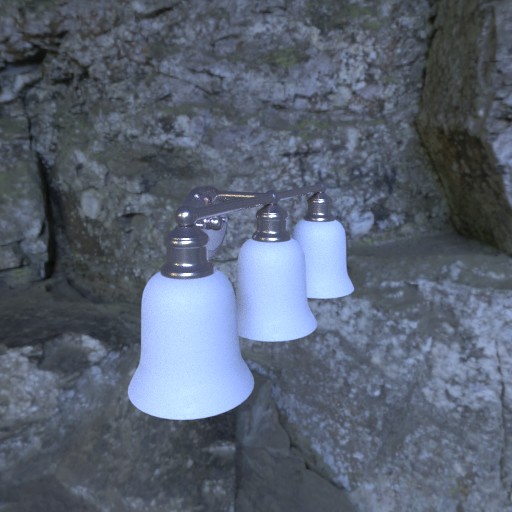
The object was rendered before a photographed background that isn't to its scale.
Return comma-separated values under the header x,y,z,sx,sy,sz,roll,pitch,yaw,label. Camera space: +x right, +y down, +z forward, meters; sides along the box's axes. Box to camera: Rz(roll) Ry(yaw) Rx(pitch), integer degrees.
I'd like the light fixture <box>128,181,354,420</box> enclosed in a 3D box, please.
x,y,z,sx,sy,sz,roll,pitch,yaw,label
0.000,0.000,0.689,0.198,0.211,0.570,7,15,27,light fixture
